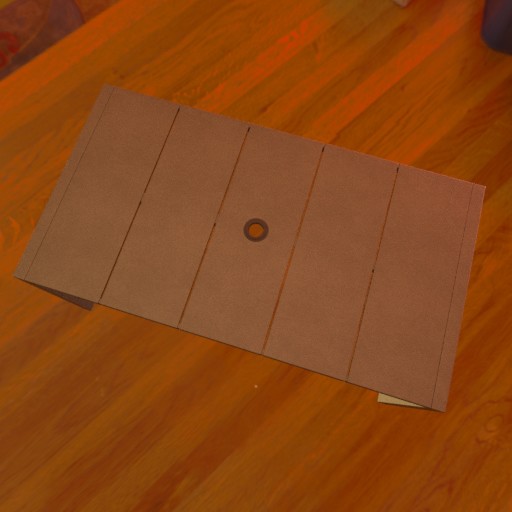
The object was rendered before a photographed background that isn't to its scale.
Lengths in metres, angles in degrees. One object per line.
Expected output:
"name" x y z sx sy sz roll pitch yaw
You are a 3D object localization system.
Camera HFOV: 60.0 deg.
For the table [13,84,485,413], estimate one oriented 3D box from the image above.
"table" 0.000 0.000 2.105 1.680 0.735 0.914 17 74 5
